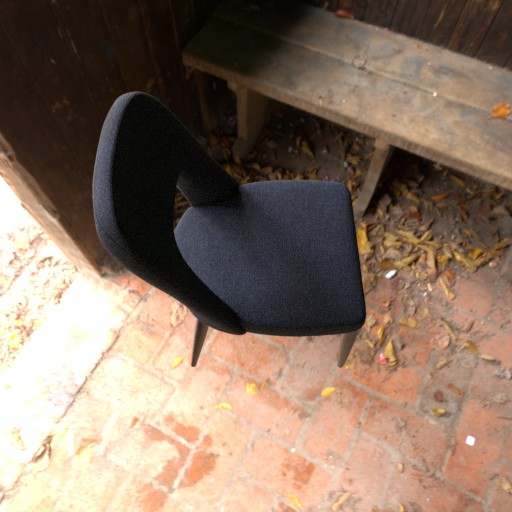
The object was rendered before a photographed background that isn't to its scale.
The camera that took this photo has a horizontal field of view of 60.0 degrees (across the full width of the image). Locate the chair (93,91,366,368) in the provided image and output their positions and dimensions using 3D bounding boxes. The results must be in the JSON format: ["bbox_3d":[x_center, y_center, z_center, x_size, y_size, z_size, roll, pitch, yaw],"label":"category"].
[{"bbox_3d":[0.000,0.000,1.252,0.612,0.931,0.470,-1,63,0],"label":"chair"}]
